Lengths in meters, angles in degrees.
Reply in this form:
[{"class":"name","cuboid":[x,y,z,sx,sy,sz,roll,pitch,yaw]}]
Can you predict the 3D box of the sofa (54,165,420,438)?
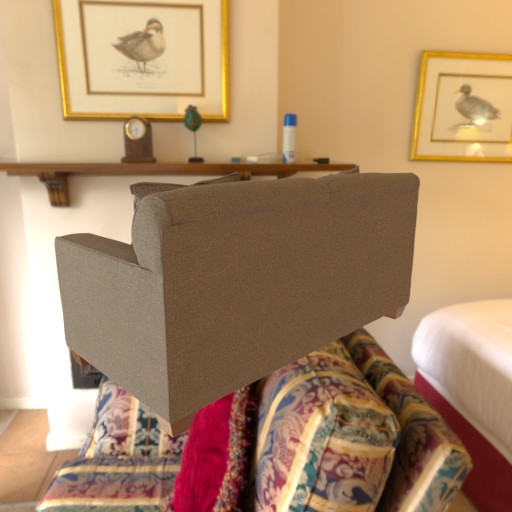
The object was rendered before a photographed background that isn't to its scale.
[{"class":"sofa","cuboid":[0.000,0.000,2.465,1.846,0.958,1.000,-13,19,-43]}]
